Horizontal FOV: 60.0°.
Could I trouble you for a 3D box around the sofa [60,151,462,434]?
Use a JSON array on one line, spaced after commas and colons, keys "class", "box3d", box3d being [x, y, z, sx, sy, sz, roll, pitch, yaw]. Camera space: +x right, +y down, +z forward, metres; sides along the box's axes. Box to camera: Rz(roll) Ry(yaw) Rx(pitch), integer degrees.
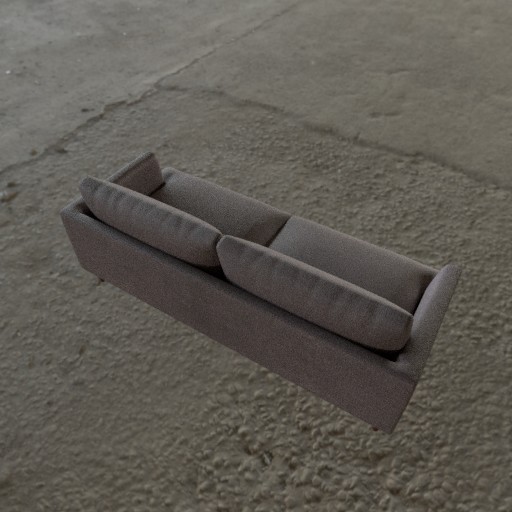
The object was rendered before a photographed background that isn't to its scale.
[{"class": "sofa", "box3d": [0.000, 0.000, 2.759, 2.250, 0.868, 1.020, 24, 50, 22]}]
